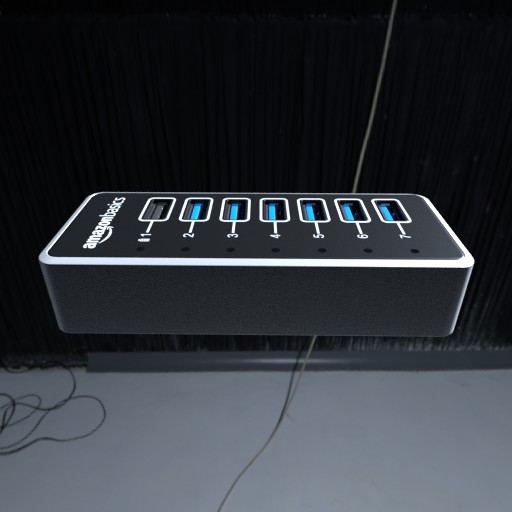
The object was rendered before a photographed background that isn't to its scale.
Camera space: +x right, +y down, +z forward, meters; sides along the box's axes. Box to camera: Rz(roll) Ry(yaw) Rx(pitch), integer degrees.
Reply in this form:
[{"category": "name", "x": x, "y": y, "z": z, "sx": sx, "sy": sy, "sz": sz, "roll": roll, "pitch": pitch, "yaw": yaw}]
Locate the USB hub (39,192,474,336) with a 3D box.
[{"category": "USB hub", "x": 0.000, "y": 0.000, "z": 0.133, "sx": 0.110, "sy": 0.023, "sz": 0.044, "roll": 0, "pitch": 32, "yaw": 1}]
